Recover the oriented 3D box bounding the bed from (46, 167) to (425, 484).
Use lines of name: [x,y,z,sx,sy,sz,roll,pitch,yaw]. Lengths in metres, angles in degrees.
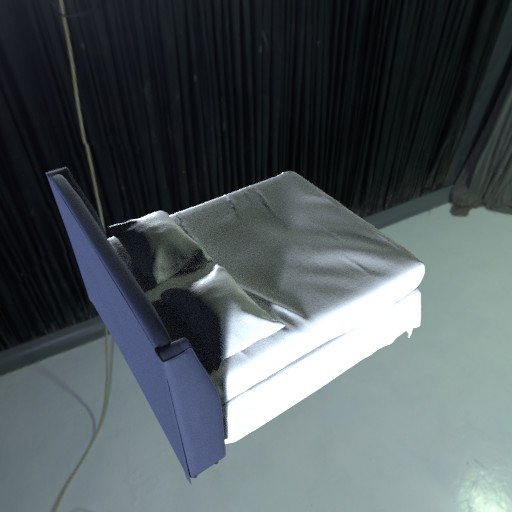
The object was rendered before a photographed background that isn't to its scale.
bed: [0.000,0.000,3.379,2.276,1.332,1.925,-24,47,-25]
